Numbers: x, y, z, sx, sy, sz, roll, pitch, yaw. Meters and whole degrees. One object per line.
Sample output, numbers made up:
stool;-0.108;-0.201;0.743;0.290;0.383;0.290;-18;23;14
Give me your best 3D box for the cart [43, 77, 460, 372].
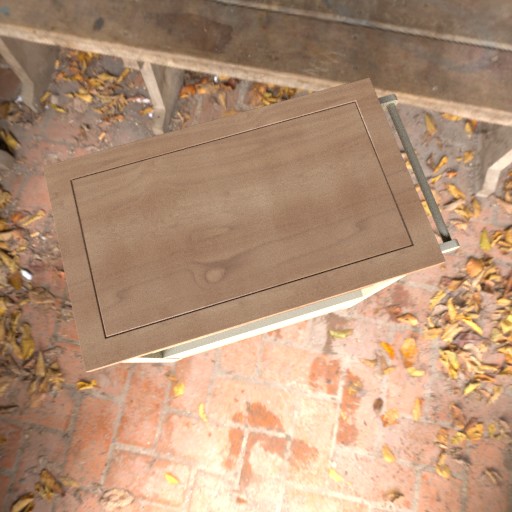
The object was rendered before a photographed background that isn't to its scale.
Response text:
cart;0.000;0.000;1.388;0.840;0.901;0.459;-17;77;-4
